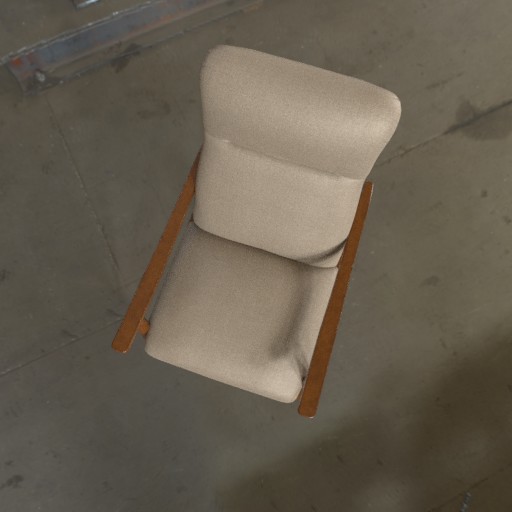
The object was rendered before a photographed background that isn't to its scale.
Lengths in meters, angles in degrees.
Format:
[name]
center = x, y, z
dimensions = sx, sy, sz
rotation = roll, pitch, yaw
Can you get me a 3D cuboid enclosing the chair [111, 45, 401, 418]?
[chair]
center = 0.000, 0.000, 1.770
dimensions = 0.762, 1.082, 1.032
rotation = 18, 75, 5
